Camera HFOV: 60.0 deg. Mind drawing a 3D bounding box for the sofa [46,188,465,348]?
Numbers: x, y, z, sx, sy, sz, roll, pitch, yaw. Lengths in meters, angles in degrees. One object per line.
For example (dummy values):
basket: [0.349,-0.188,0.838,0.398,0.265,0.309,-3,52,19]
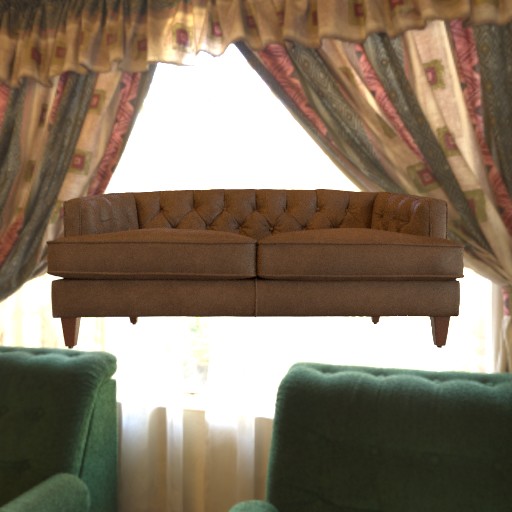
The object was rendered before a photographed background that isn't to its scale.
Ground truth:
sofa: [0.000,0.000,2.265,1.767,0.799,0.917,0,0,0]
